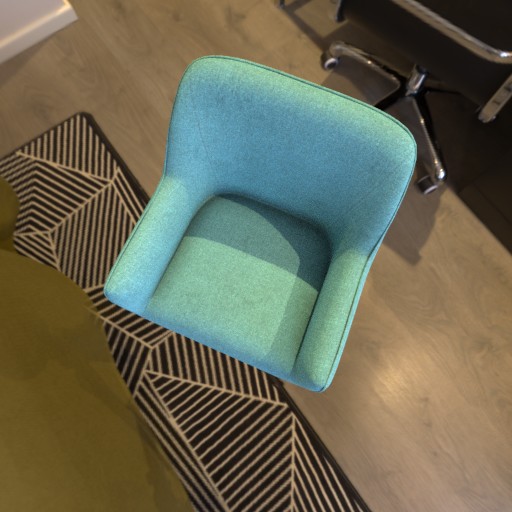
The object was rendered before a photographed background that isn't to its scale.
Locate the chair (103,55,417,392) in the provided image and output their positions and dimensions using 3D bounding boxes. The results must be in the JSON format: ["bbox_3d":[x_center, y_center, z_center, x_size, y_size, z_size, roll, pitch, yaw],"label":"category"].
[{"bbox_3d":[0.000,0.000,1.157,0.543,0.803,0.519,22,76,6],"label":"chair"}]
